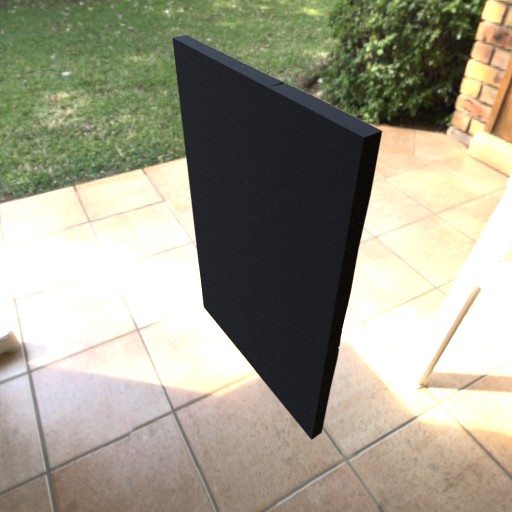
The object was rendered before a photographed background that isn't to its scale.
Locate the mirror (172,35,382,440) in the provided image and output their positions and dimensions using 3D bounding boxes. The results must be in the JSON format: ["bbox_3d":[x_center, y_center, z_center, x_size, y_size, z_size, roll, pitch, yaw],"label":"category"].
[{"bbox_3d":[0.000,0.000,1.135,0.044,0.912,0.606,-25,47,-25],"label":"mirror"}]
